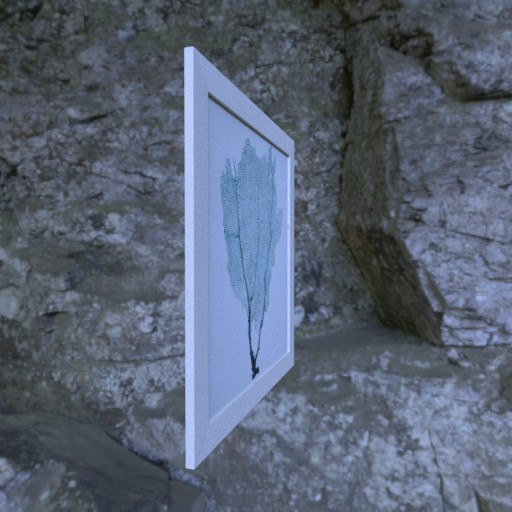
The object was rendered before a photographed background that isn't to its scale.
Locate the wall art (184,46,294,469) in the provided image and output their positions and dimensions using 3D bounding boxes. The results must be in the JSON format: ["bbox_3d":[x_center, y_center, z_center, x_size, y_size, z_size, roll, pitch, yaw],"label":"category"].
[{"bbox_3d":[0.000,0.000,0.876,0.015,0.577,0.572,0,1,19],"label":"wall art"}]
